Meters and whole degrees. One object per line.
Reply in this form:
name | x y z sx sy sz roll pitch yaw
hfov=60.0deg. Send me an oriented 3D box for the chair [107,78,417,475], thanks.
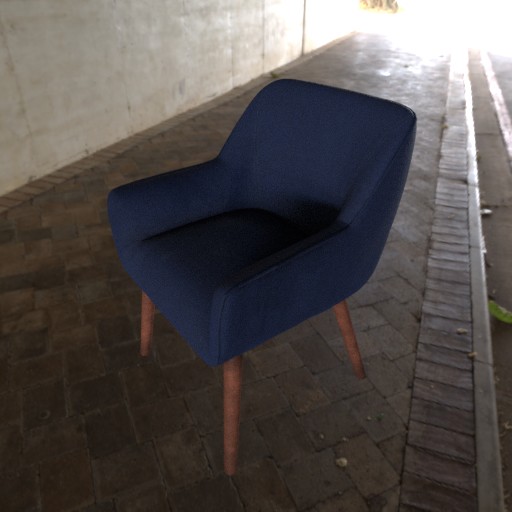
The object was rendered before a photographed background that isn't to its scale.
chair | 0.000 0.000 1.223 0.600 0.820 0.600 -21 37 -30
